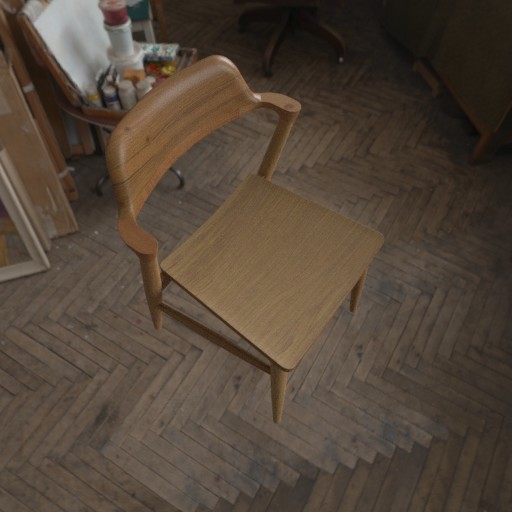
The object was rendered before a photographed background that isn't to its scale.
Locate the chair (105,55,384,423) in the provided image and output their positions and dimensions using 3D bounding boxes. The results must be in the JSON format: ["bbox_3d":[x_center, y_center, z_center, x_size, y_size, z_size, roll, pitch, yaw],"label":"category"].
[{"bbox_3d":[0.000,0.000,1.121,0.499,0.792,0.512,32,64,18],"label":"chair"}]
